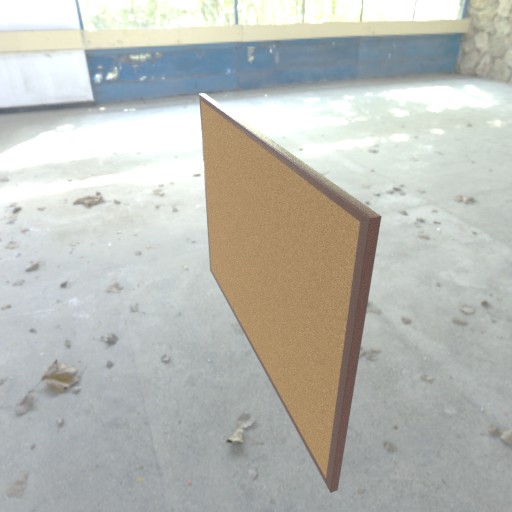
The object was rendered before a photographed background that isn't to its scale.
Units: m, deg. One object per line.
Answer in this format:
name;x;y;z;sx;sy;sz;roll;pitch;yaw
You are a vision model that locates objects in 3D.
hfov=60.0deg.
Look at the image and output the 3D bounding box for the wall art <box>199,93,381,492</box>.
wall art;0.000;0.000;0.813;0.014;0.455;0.660;-11;32;-18
